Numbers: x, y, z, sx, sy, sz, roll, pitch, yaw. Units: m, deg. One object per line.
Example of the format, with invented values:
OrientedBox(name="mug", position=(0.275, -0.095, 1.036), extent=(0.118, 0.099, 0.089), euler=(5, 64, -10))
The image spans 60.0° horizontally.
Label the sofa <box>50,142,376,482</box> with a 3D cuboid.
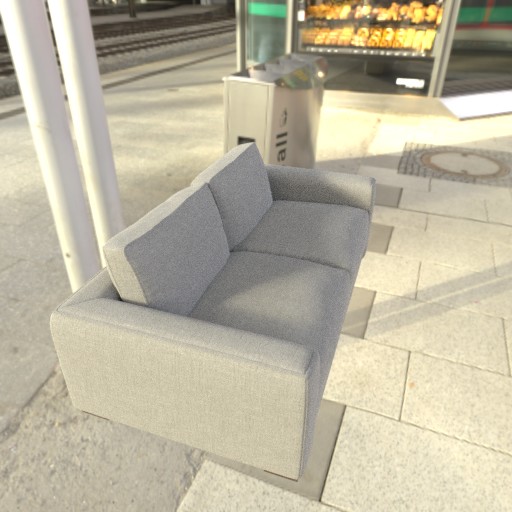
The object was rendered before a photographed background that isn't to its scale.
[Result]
OrientedBox(name="sofa", position=(0.000, 0.000, 2.393), extent=(1.069, 0.800, 1.920), euler=(10, 32, 17))
